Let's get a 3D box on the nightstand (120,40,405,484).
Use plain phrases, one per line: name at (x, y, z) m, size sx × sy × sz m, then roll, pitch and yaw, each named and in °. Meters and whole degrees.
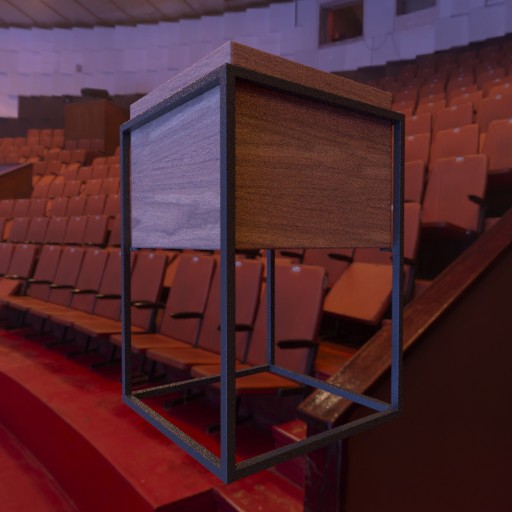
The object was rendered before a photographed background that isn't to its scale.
nightstand at (0.000, 0.000, 0.871) m, size 0.397 × 0.607 × 0.397 m, roll -1°, pitch 2°, yaw -37°
